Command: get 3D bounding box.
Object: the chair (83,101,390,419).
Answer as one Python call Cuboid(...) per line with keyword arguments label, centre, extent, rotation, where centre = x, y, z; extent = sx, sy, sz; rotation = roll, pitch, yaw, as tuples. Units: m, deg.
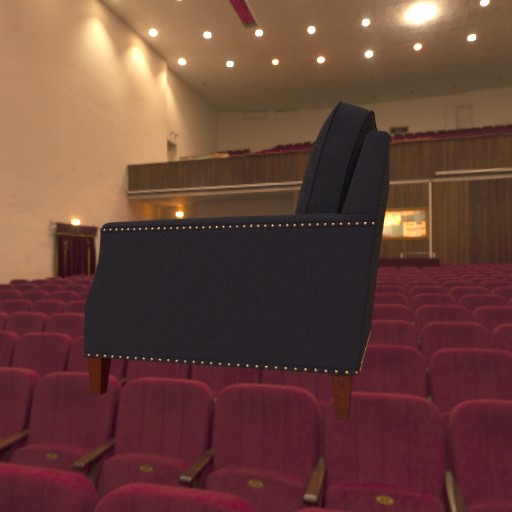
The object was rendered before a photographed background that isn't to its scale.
Cuboid(label="chair", centre=(0.000, 0.000, 1.750), extent=(1.014, 0.943, 0.853), rotation=(0, -1, 17))
